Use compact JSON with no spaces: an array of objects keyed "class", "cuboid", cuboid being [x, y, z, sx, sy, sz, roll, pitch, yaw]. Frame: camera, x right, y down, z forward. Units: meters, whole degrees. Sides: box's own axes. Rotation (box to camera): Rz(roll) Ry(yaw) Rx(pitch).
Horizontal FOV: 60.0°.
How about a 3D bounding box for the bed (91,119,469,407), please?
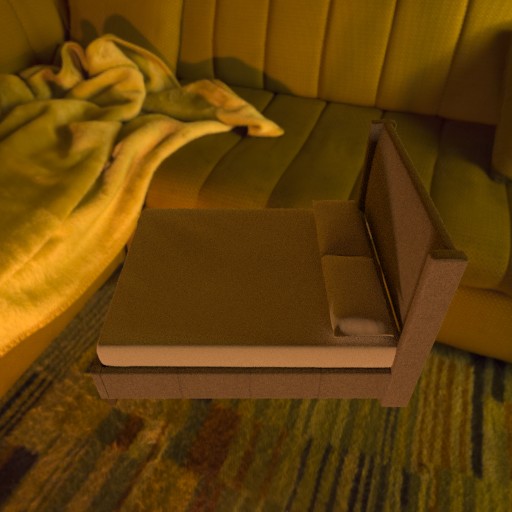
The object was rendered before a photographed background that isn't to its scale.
[{"class":"bed","cuboid":[0.000,0.000,3.432,2.245,1.481,1.714,0,41,0]}]
